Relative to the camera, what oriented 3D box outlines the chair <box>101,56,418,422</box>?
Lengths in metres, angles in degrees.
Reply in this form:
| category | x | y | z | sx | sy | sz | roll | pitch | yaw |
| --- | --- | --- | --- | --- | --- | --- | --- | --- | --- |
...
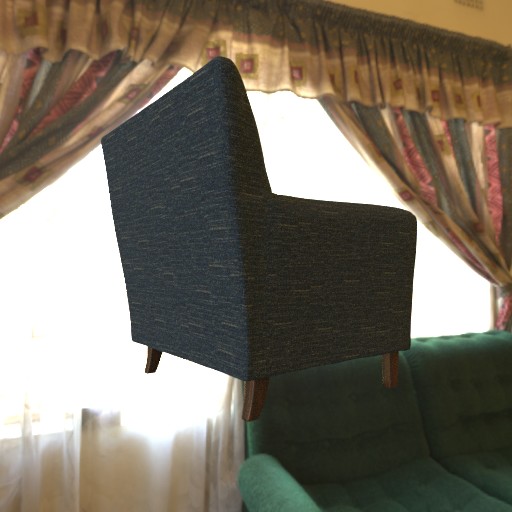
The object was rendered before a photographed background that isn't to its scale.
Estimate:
| category | x | y | z | sx | sy | sz | roll | pitch | yaw |
| --- | --- | --- | --- | --- | --- | --- | --- | --- | --- |
| chair | 0.000 | 0.000 | 1.630 | 0.873 | 0.928 | 0.864 | 1 | -2 | -37 |
